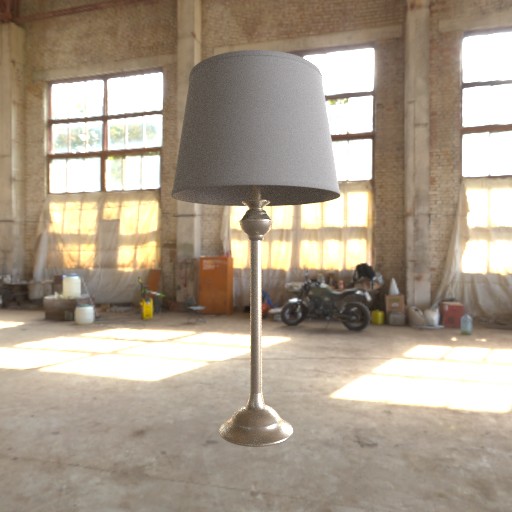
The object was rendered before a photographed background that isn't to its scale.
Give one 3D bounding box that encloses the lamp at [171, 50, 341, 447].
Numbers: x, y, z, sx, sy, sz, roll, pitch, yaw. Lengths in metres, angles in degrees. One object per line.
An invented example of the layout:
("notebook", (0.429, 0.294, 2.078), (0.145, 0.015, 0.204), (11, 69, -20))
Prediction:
("lamp", (0.000, 0.000, 0.881), (0.331, 0.698, 0.331), (0, 0, 0))
